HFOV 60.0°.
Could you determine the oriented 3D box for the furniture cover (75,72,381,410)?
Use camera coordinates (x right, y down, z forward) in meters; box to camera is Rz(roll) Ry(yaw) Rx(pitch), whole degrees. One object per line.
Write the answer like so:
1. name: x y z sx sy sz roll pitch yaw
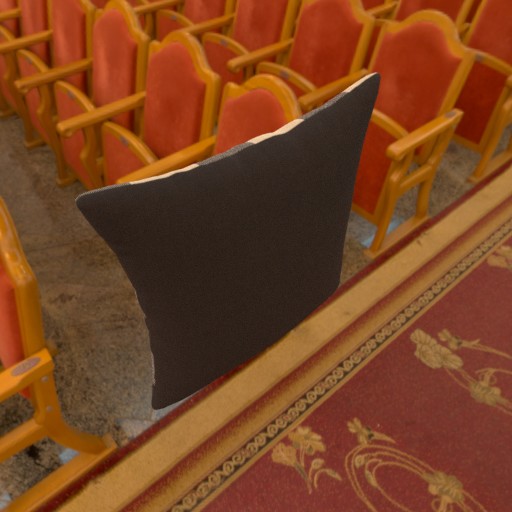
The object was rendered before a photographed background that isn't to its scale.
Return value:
1. furniture cover: 0.000 0.000 0.776 0.511 0.509 0.161 -31 53 -26
